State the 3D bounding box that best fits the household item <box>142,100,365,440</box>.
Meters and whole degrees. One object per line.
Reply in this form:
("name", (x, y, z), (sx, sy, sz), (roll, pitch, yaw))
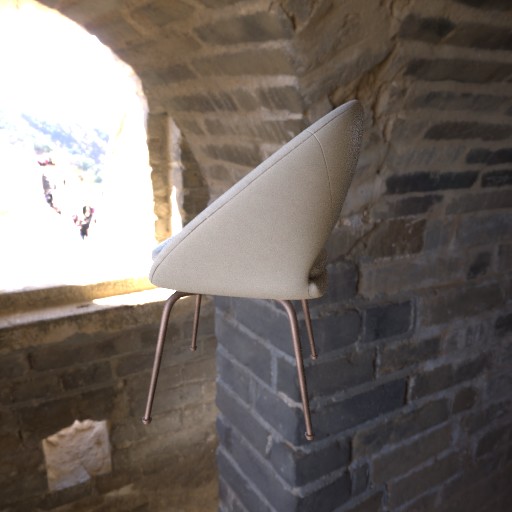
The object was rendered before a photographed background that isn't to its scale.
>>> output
("household item", (0.000, 0.000, 1.298), (0.573, 0.852, 0.623), (2, 15, 8))
